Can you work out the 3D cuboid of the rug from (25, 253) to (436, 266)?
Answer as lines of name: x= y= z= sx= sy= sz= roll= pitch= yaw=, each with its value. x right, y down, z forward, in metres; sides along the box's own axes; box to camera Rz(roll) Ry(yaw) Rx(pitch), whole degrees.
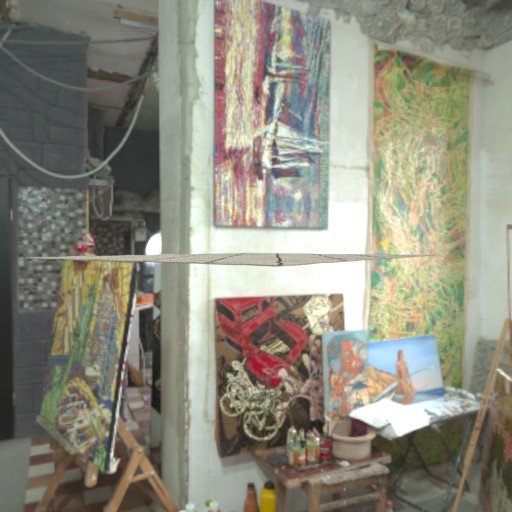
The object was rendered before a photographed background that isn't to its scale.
rug: x=0.000 y=0.000 z=4.107 sx=2.468 sy=0.022 sz=3.061 roll=1 pitch=2 yaw=36
